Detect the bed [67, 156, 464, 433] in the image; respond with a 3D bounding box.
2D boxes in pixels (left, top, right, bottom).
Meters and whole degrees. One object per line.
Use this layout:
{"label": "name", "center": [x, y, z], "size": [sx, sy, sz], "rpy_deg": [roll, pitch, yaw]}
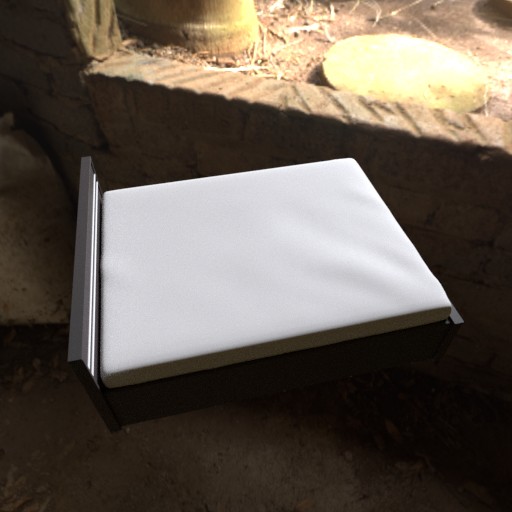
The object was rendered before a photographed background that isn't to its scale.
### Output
{"label": "bed", "center": [0.000, 0.000, 2.977], "size": [2.103, 0.808, 1.634], "rpy_deg": [-10, 47, -9]}
